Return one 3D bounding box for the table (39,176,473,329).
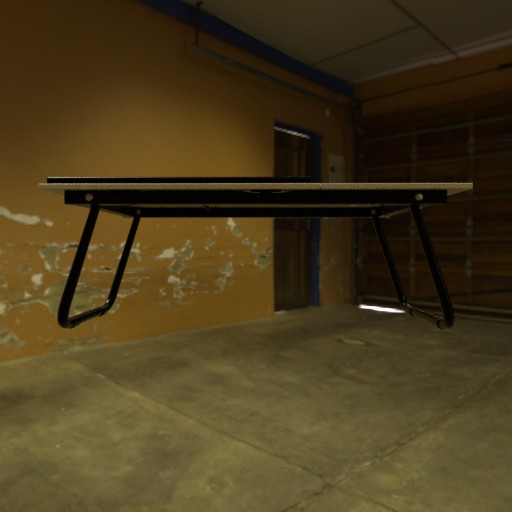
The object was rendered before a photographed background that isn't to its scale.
[{"bbox_3d":[0.000,0.000,0.816,0.644,0.242,0.322,0,1,1],"label":"table"}]
